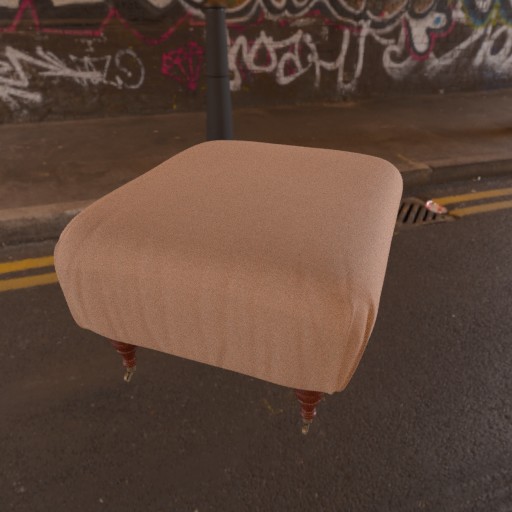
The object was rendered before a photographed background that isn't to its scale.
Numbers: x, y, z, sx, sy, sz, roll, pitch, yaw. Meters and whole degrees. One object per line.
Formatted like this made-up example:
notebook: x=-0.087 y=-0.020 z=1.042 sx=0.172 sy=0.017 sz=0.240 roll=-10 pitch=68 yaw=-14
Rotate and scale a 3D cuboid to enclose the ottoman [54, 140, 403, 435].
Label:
ottoman: x=0.000 y=0.000 z=1.122 sx=0.639 sy=0.450 sz=0.746 roll=10 pitch=32 yaw=17
